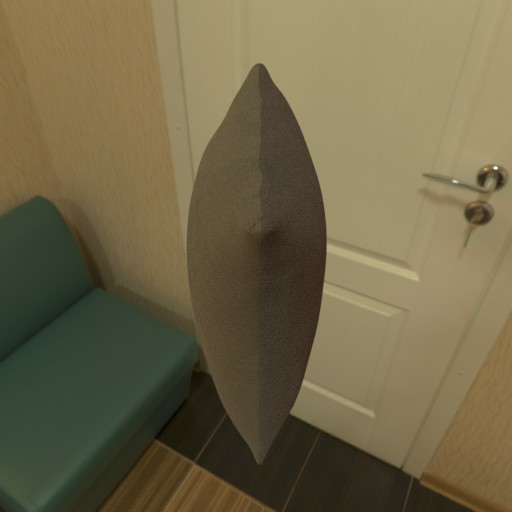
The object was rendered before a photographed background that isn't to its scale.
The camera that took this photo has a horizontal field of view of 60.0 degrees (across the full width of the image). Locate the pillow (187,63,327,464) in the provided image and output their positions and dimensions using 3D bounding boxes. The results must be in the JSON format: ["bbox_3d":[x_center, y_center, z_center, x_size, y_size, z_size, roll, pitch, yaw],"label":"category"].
[{"bbox_3d":[0.000,0.000,0.686,0.204,0.439,0.452,0,40,0],"label":"pillow"}]
